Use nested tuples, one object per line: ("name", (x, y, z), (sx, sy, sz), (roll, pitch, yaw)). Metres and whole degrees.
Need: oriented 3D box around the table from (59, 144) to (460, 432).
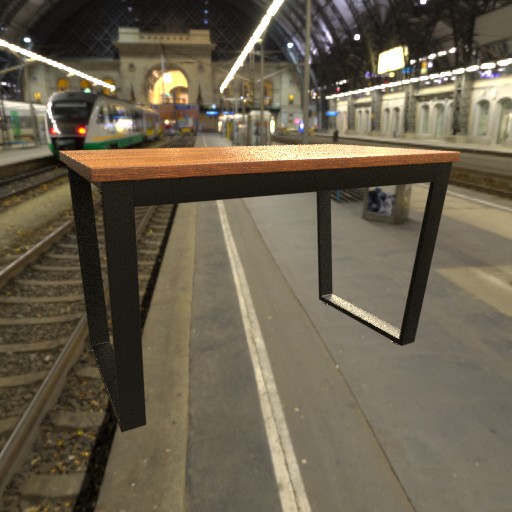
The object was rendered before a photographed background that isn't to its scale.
("table", (0.000, 0.000, 1.653), (1.205, 0.760, 0.714), (-9, 19, -27))
